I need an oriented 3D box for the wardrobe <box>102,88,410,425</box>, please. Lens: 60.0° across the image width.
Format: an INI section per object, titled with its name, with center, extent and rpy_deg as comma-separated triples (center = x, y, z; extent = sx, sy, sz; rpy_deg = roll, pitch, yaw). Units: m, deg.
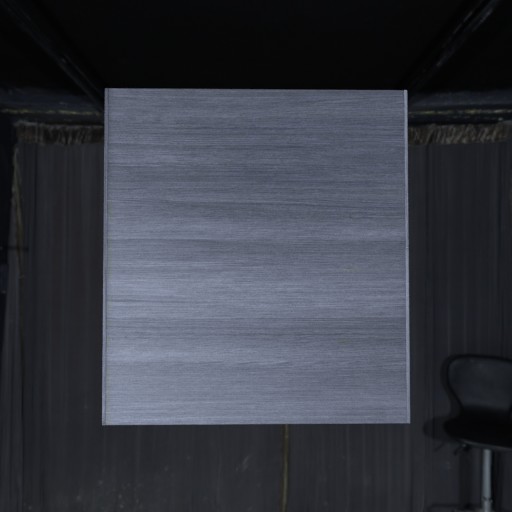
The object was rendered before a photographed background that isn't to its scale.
[wardrobe]
center = 0.000, 0.000, 2.898
extent = 1.780, 1.960, 0.629
rpy_deg = 0, -2, -1
